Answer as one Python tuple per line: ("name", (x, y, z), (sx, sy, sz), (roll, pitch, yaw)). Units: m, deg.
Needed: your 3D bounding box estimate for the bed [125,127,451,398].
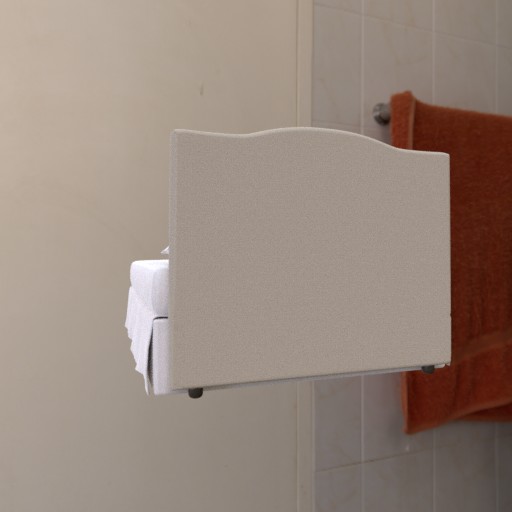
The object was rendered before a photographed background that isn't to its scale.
("bed", (0.000, 0.000, 3.618), (1.977, 1.437, 2.477), (0, 0, -19))
